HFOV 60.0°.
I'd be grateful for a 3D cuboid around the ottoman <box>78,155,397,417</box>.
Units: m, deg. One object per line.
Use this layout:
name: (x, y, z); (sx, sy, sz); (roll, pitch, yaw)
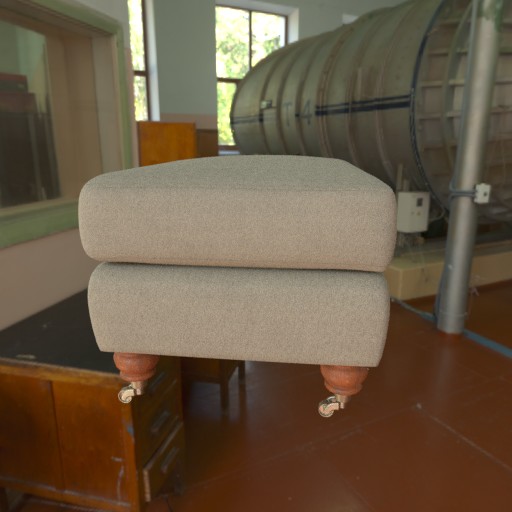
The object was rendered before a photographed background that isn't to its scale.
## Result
ottoman: (0.000, 0.000, 1.145); (0.569, 0.504, 0.773); (2, 15, 7)
